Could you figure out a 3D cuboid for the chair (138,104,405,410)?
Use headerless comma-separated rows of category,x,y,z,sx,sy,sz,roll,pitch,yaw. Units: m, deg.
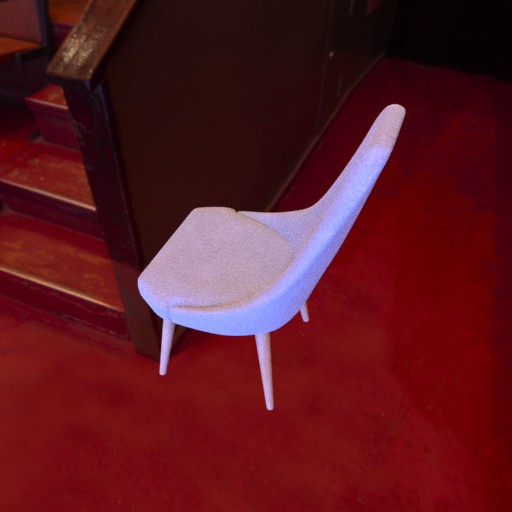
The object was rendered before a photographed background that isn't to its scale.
chair,0.000,0.000,1.388,0.660,1.040,0.510,16,47,16
